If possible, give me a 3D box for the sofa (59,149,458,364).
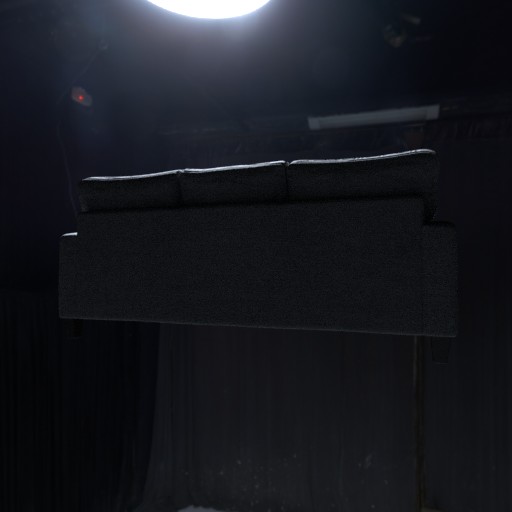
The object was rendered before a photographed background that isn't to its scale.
[{"bbox_3d":[0.000,0.000,2.666,2.158,0.965,0.951,0,-1,20],"label":"sofa"}]
